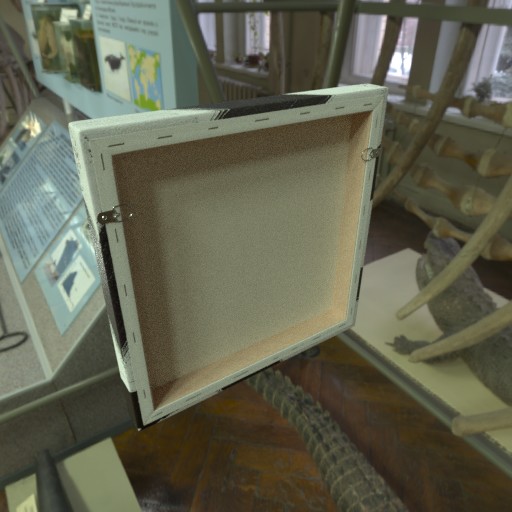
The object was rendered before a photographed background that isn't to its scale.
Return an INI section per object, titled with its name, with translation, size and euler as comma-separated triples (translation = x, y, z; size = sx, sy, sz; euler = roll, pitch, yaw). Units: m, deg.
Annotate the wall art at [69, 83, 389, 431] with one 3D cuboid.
[wall art]
translation = 0.000, 0.000, 0.758
size = 0.507, 0.508, 0.050
euler = -19, 35, -29
